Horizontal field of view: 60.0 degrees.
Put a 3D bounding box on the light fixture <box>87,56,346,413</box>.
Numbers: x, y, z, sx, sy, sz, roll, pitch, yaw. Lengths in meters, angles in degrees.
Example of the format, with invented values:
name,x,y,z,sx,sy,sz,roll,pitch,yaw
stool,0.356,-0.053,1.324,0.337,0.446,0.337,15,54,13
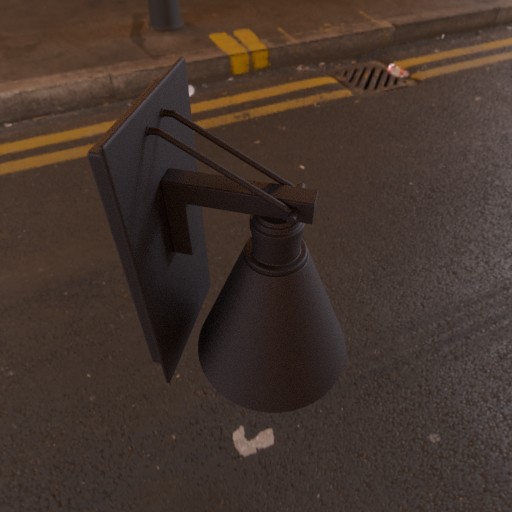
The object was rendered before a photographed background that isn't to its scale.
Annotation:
name,x,y,z,sx,sy,sz,roll,pitch,yaw
light fixture,0.000,0.000,0.417,0.207,0.298,0.170,10,47,10
